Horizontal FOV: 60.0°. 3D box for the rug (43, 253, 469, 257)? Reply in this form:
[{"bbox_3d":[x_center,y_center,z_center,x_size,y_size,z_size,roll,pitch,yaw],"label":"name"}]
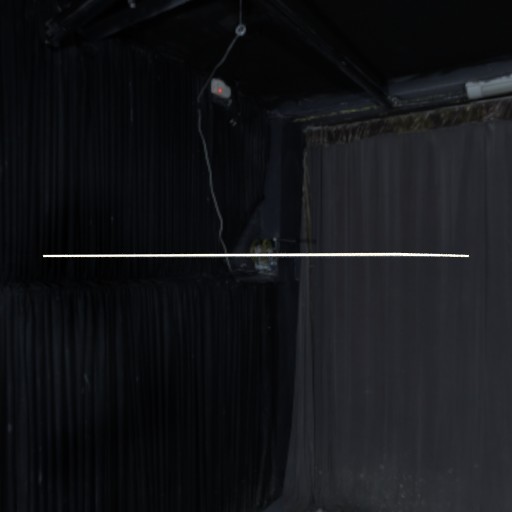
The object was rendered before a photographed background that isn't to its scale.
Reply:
[{"bbox_3d":[0.000,0.000,2.840,2.284,0.008,1.522,0,0,34],"label":"rug"}]
